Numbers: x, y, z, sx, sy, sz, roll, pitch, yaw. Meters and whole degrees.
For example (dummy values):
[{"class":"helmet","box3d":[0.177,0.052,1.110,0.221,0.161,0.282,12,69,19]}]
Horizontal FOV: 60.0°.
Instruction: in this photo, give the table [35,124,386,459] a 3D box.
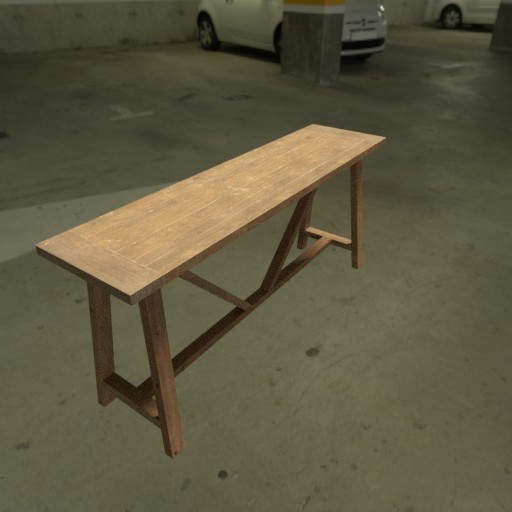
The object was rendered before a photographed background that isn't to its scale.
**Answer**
[{"class":"table","box3d":[0.000,0.000,2.153,0.465,0.810,1.800,21,37,30]}]
